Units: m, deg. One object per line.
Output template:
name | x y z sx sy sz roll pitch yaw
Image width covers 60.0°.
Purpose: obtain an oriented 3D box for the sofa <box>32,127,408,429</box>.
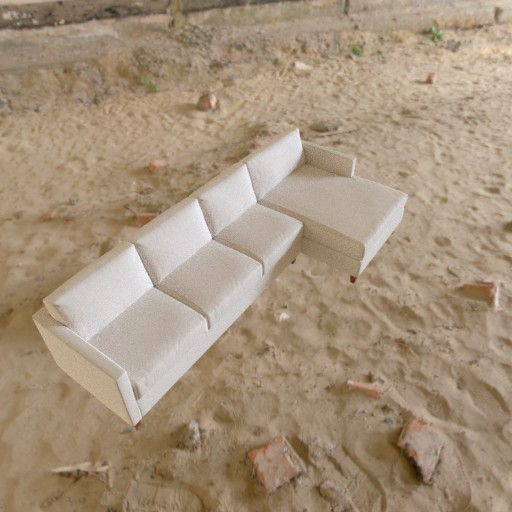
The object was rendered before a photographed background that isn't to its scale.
sofa | 0.000 0.000 4.096 1.606 0.954 3.471 26 48 25
